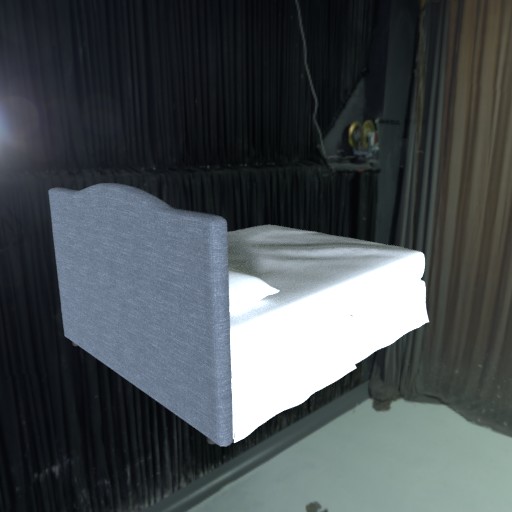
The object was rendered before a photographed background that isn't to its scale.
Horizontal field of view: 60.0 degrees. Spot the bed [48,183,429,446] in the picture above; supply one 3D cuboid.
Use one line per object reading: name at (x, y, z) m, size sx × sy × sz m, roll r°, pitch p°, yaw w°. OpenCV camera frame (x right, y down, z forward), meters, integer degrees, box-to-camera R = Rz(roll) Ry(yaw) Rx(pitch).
bed at (0.000, 0.000, 3.948) m, size 2.161 × 1.457 × 2.689 m, roll 14°, pitch 20°, yaw 42°
